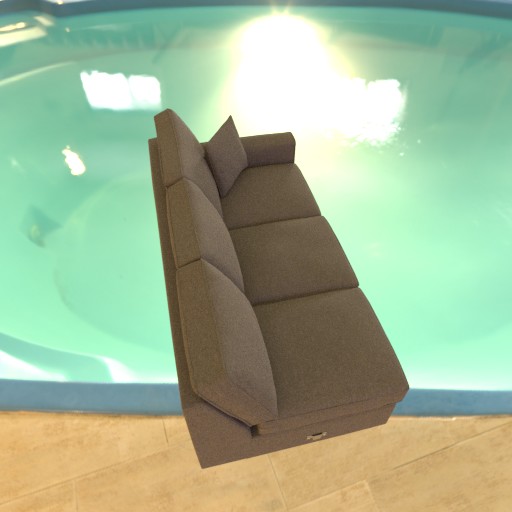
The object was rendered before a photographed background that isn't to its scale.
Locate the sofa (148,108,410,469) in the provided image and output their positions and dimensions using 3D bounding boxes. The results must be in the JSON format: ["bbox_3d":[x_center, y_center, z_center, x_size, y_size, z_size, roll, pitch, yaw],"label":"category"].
[{"bbox_3d":[0.000,0.000,2.580,1.034,0.946,1.963,-10,48,-9],"label":"sofa"}]
